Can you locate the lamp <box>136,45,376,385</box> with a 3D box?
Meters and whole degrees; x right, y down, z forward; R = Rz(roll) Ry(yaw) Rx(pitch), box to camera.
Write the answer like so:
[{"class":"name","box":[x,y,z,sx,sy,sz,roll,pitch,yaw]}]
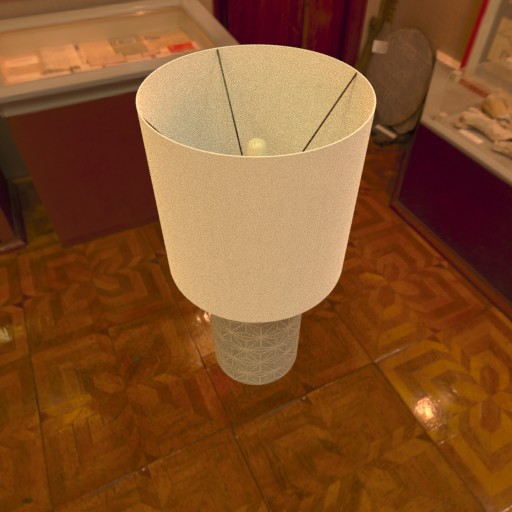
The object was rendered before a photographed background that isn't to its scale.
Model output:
[{"class":"lamp","box":[0.000,0.000,0.536,0.206,0.416,0.206,-17,48,-16]}]
